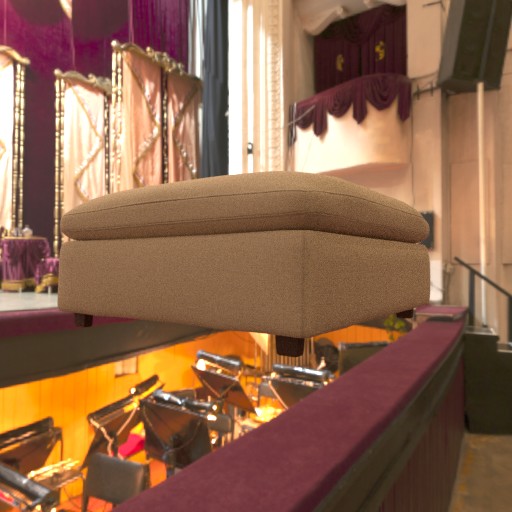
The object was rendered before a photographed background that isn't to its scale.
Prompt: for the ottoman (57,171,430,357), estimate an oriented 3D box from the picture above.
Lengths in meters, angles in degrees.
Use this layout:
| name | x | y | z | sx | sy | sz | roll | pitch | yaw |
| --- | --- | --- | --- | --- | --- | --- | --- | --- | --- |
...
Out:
| name | x | y | z | sx | sy | sz | roll | pitch | yaw |
| --- | --- | --- | --- | --- | --- | --- | --- | --- | --- |
| ottoman | 0.000 | 0.000 | 1.573 | 0.996 | 0.467 | 0.977 | -1 | -1 | 35 |
